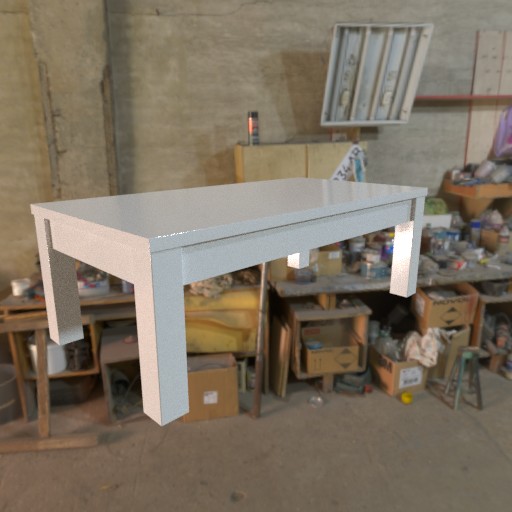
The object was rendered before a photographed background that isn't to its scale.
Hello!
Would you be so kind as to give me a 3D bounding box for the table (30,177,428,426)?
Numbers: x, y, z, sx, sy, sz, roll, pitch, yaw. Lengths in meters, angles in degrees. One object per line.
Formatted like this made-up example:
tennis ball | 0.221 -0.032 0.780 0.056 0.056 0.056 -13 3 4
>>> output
table | 0.000 0.000 1.706 0.700 0.470 1.350 15 21 43
